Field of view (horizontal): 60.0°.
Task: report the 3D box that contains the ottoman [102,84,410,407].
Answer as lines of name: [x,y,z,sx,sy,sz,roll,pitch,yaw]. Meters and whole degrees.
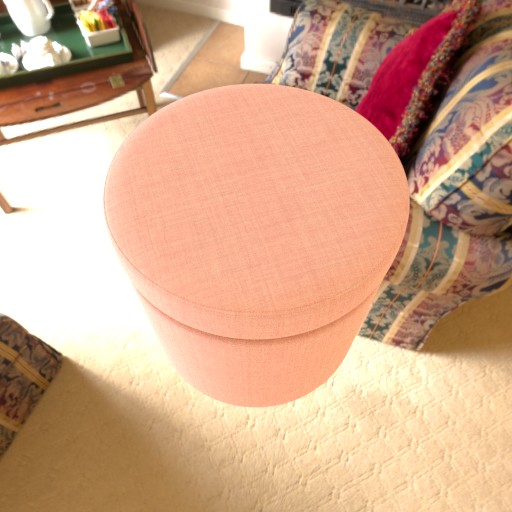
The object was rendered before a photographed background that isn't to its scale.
ottoman: [0.000,0.000,0.732,0.400,0.406,0.400,0,57,0]
